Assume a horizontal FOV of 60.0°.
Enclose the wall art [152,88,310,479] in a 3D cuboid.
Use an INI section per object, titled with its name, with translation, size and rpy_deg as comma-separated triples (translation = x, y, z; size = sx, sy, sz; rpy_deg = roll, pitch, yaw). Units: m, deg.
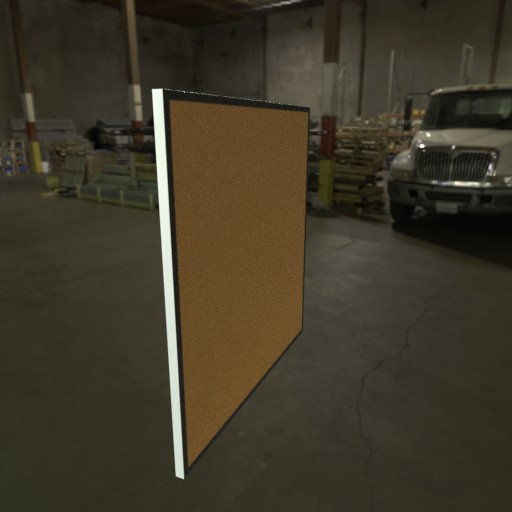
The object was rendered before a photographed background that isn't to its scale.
[wall art]
translation = 0.000, 0.000, 1.214
size = 0.022, 0.803, 0.805
rpy_deg = 7, 18, 24
